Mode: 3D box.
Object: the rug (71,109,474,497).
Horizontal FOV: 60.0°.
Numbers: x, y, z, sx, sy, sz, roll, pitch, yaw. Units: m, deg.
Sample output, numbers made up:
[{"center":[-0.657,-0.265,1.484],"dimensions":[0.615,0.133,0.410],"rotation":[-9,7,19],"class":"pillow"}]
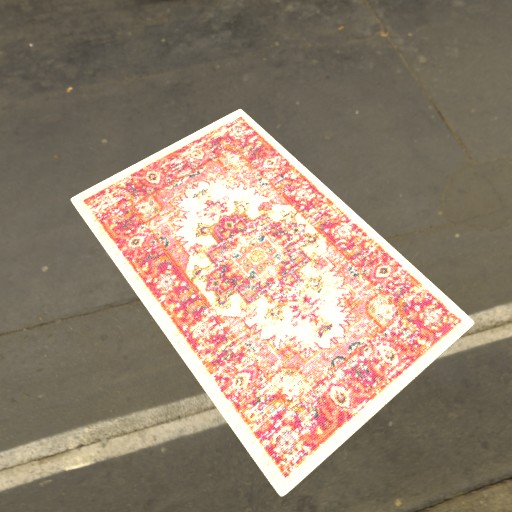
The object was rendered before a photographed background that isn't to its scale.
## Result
[{"center":[0.000,0.000,1.067],"dimensions":[0.556,0.004,0.868],"rotation":[-34,65,-18],"class":"rug"}]
